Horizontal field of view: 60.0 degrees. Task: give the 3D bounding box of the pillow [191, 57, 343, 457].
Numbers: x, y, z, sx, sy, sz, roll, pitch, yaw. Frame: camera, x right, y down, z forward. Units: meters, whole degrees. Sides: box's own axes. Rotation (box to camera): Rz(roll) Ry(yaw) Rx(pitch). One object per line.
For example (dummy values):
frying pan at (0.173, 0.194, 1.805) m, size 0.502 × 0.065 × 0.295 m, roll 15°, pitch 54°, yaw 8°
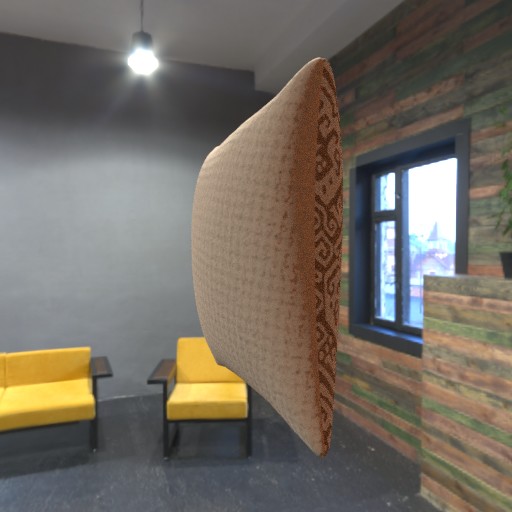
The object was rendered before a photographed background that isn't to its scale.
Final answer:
pillow at (0.000, 0.000, 0.638) m, size 0.173 × 0.407 × 0.419 m, roll 0°, pitch 0°, yaw -19°
